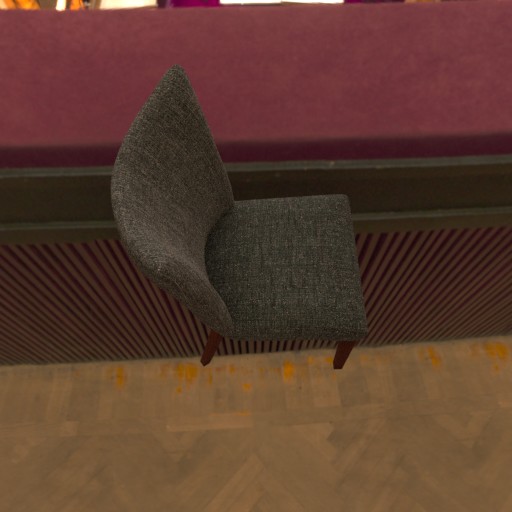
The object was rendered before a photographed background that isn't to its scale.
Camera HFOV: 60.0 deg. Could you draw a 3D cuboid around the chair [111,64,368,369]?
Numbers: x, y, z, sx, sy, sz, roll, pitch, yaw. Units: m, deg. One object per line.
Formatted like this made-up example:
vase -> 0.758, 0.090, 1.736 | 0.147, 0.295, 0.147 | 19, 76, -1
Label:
chair -> 0.000, 0.000, 1.303 | 0.623, 0.924, 0.535 | -1, 63, -1
